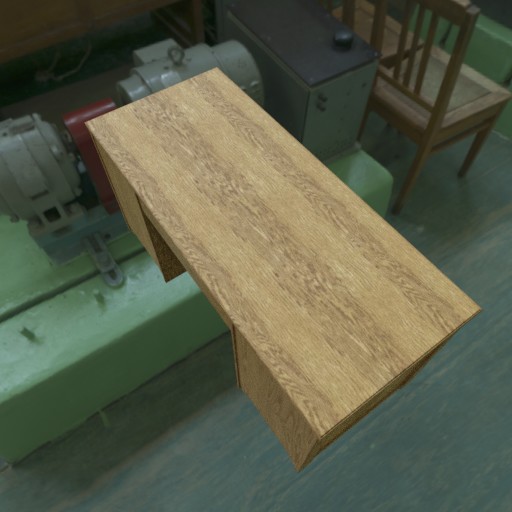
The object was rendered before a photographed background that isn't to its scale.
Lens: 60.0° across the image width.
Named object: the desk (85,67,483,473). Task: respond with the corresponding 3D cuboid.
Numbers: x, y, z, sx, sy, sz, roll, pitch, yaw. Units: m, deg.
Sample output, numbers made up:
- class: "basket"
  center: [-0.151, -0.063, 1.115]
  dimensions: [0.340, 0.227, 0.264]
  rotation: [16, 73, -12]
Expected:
- class: "desk"
  center: [0.000, 0.000, 1.970]
  dimensions: [0.685, 0.751, 1.567]
  rotation: [-31, 62, -18]
